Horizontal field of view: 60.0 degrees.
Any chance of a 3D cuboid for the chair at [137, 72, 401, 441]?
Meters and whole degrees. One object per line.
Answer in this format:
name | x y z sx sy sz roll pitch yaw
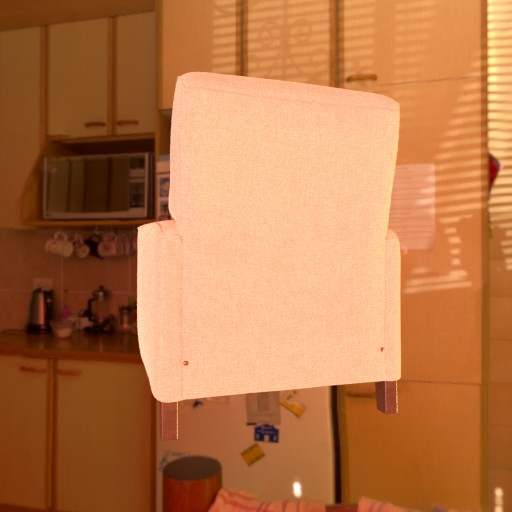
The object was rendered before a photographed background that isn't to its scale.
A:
chair | 0.000 0.000 1.653 0.845 1.023 0.859 0 0 -17
